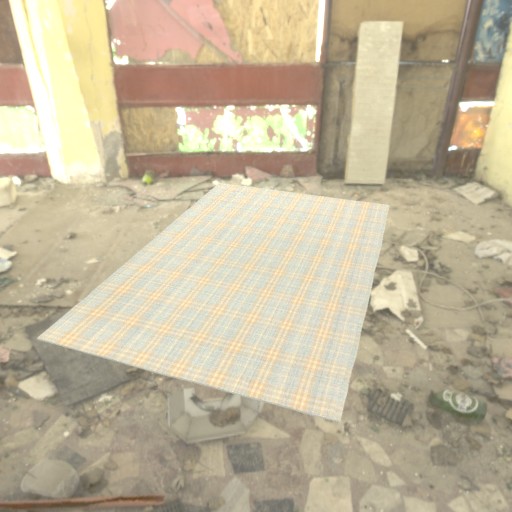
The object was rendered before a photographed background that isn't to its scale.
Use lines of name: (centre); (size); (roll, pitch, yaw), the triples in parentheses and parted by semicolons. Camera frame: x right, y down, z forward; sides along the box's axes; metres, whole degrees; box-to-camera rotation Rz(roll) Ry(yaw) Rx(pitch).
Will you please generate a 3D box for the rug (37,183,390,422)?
rug: (0.000, 0.000, 2.345); (1.231, 0.012, 1.835); (10, 32, 17)
